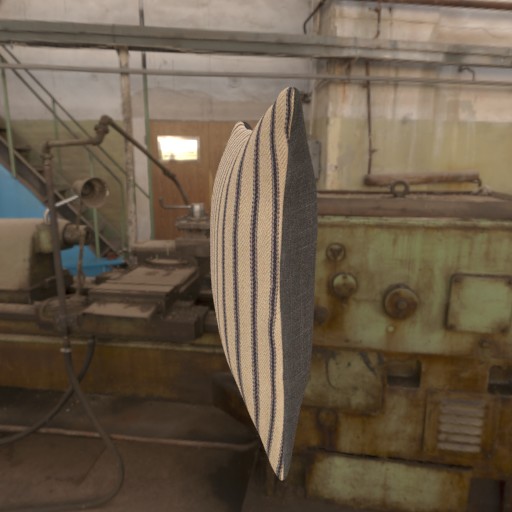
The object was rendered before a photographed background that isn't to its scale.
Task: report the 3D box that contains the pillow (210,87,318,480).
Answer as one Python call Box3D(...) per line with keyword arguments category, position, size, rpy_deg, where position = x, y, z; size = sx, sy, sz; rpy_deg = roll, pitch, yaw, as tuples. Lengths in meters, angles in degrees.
Box3D(category="pillow", position=(0.000, 0.000, 0.702), size=(0.138, 0.444, 0.468), rpy_deg=(-2, 13, -8))
